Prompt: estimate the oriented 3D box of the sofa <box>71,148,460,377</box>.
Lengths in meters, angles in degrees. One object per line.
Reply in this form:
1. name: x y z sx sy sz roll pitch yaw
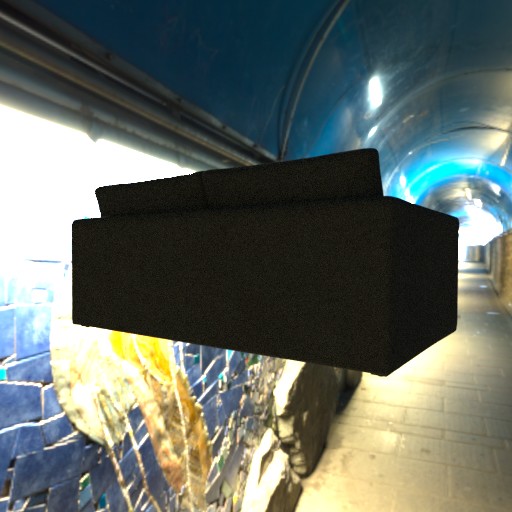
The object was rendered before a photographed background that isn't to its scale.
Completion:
1. sofa: 0.000 0.000 2.480 1.909 0.845 1.091 0 1 36
